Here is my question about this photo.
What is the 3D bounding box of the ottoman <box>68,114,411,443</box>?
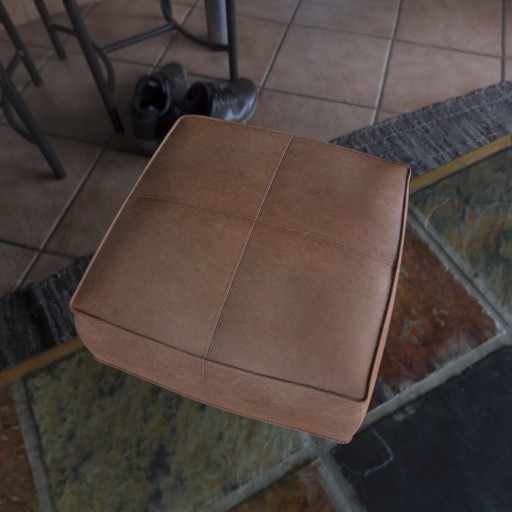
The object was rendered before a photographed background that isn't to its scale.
[{"bbox_3d":[0.000,0.000,1.426,0.902,0.395,0.901,16,60,9],"label":"ottoman"}]
